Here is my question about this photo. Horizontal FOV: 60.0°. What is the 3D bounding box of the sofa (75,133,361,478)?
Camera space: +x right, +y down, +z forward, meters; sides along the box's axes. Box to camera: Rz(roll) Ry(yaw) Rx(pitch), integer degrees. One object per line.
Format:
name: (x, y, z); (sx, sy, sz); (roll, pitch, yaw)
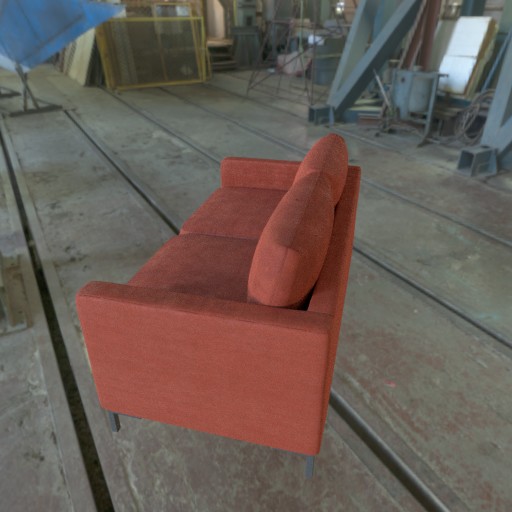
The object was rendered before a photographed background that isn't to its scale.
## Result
sofa: (0.000, 0.000, 2.100); (0.864, 0.896, 1.574); (7, 31, 13)
